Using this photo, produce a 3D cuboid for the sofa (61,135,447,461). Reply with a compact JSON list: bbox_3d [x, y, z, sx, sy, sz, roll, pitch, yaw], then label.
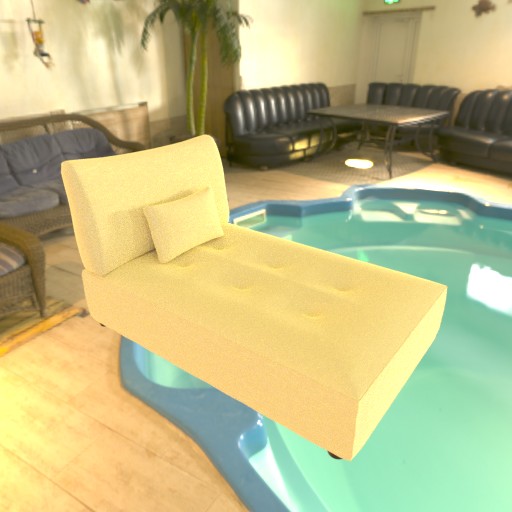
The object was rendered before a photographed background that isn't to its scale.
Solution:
[{"bbox_3d":[0.000,0.000,1.986,1.450,0.820,0.930,18,31,33],"label":"sofa"}]
